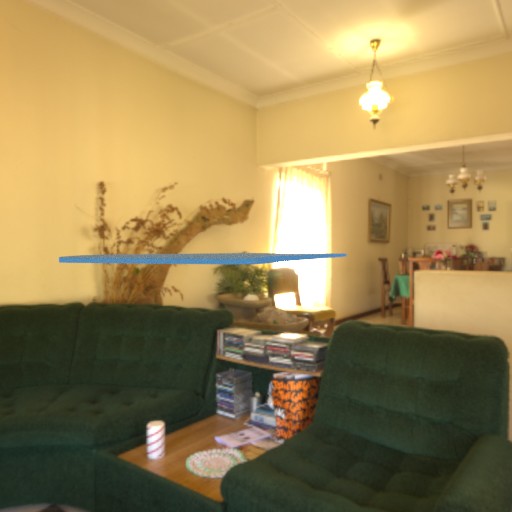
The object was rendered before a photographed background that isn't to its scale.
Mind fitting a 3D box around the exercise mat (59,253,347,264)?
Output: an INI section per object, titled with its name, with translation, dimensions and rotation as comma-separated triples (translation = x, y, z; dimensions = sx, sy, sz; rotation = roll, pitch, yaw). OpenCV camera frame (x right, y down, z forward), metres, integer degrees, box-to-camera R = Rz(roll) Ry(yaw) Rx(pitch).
[exercise mat]
translation = 0.000, 0.000, 2.054
dimensions = 0.616, 0.021, 1.869
rotation = 0, 1, 19
